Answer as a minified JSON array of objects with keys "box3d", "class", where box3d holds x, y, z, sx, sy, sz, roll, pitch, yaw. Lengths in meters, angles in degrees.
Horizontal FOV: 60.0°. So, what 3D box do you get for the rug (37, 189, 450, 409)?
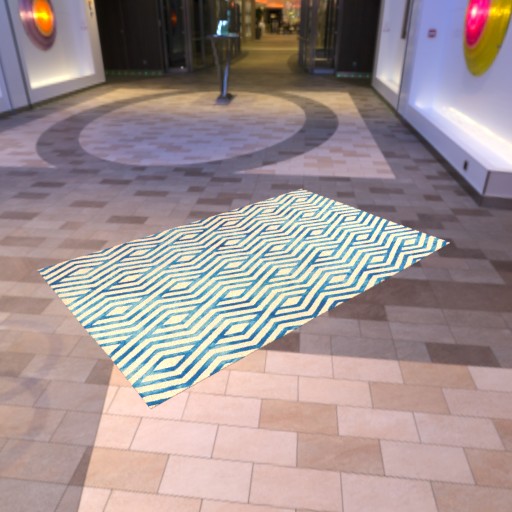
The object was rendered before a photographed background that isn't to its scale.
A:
[{"box3d":[0.000,0.000,3.066,2.439,0.008,1.531,-22,35,-35],"class":"rug"}]
